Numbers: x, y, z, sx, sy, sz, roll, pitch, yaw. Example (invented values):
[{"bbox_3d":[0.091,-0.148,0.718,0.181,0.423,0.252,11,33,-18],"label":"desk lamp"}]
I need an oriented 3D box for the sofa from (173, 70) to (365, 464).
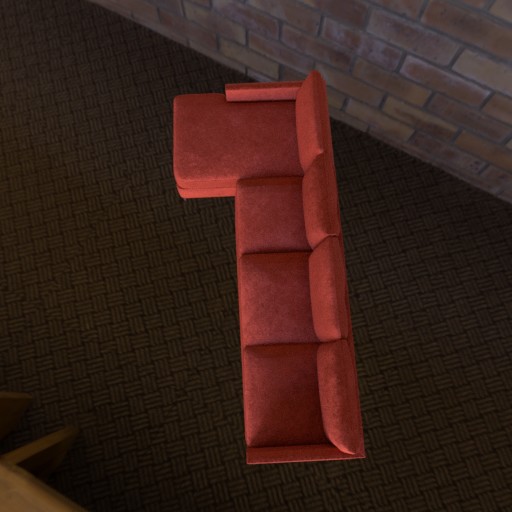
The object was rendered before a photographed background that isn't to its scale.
[{"bbox_3d":[0.000,0.000,4.027,1.500,0.967,3.400,-3,75,-1],"label":"sofa"}]
